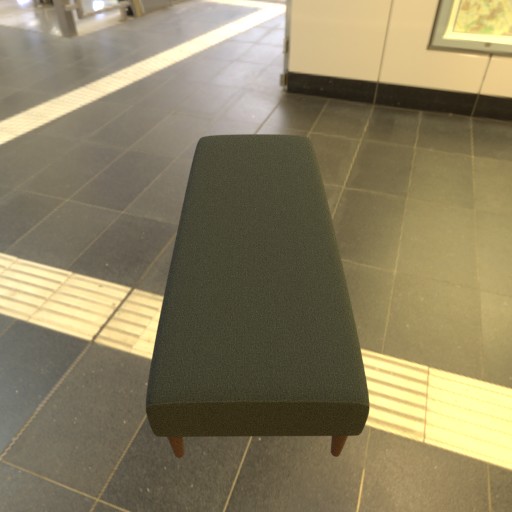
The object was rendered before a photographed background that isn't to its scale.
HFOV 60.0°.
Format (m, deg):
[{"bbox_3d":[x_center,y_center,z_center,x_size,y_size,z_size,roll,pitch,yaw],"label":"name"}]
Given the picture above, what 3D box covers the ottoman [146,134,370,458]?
[{"bbox_3d":[0.000,0.000,1.892,0.646,0.393,1.609,0,41,0],"label":"ottoman"}]
